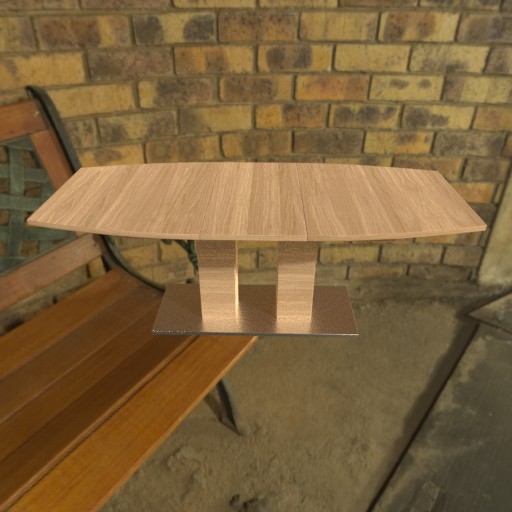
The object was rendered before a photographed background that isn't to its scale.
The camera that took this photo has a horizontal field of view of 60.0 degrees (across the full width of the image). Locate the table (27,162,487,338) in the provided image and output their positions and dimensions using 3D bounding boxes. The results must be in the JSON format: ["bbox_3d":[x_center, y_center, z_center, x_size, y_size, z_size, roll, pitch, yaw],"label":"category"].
[{"bbox_3d":[0.000,0.000,2.434,2.032,0.750,0.900,1,31,1],"label":"table"}]
